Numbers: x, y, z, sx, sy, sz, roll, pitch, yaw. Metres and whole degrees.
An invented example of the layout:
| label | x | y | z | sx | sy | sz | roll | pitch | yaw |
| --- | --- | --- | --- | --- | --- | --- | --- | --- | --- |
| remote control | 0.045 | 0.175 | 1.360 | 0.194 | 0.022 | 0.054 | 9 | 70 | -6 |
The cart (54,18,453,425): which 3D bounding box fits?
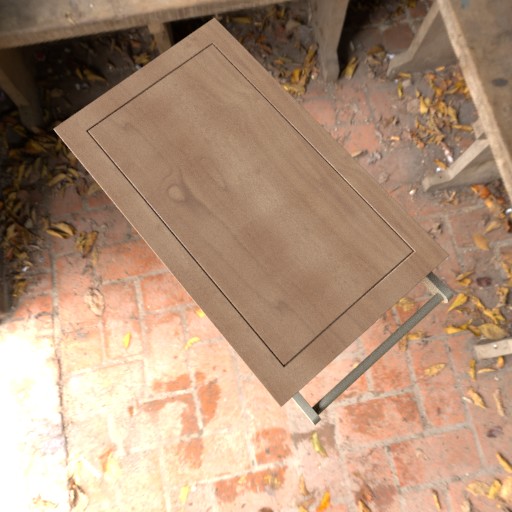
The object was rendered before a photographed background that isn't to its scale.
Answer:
| label | x | y | z | sx | sy | sz | roll | pitch | yaw |
| --- | --- | --- | --- | --- | --- | --- | --- | --- | --- |
| cart | 0.000 | 0.000 | 1.369 | 0.459 | 0.901 | 0.840 | -39 | 79 | -9 |
